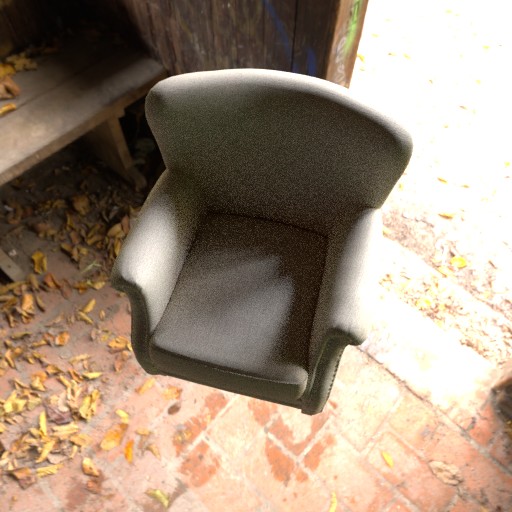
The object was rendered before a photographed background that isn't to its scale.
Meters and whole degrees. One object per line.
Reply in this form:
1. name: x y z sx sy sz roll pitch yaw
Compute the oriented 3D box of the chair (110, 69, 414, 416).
1. chair: 0.000 0.000 1.617 0.861 0.936 0.921 12 60 7
